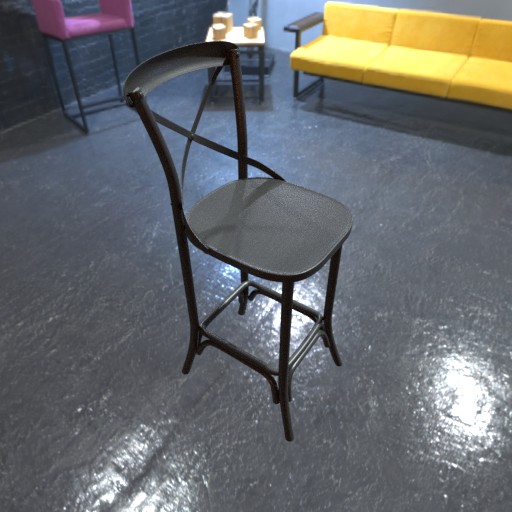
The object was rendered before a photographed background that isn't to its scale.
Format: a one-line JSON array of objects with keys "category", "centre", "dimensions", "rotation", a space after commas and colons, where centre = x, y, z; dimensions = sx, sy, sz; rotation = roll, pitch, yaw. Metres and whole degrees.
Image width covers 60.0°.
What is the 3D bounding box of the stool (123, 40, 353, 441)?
[{"category": "stool", "centre": [0.000, 0.000, 1.442], "dimensions": [0.584, 1.168, 0.457], "rotation": [24, 46, 26]}]
